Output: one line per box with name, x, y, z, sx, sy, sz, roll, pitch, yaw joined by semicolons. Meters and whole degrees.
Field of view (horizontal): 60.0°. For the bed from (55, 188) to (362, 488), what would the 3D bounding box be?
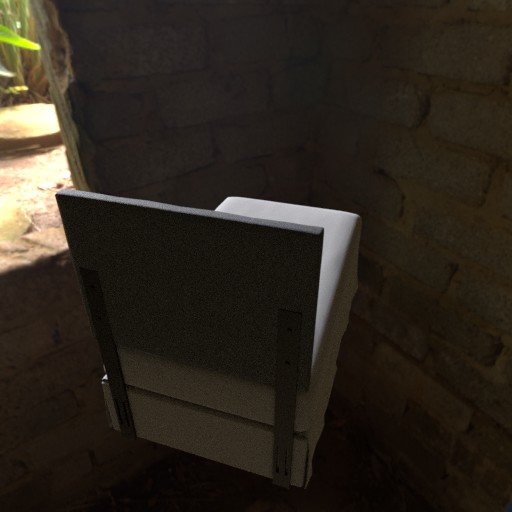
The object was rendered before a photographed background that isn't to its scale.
bed;0.000;0.000;2.895;1.261;1.571;1.997;10;33;15
